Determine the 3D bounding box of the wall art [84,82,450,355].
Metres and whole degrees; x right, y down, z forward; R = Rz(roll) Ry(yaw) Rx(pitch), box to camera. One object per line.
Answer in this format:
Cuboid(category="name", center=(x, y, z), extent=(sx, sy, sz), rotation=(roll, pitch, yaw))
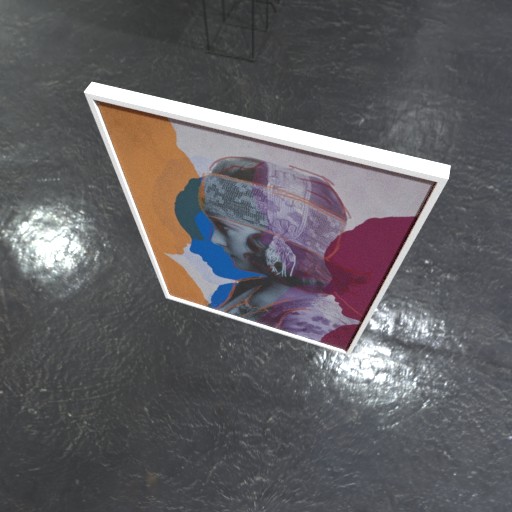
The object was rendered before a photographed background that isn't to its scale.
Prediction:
Cuboid(category="wall art", center=(0.000, 0.000, 1.378), extent=(0.795, 1.050, 0.039), rotation=(16, 60, 9))
